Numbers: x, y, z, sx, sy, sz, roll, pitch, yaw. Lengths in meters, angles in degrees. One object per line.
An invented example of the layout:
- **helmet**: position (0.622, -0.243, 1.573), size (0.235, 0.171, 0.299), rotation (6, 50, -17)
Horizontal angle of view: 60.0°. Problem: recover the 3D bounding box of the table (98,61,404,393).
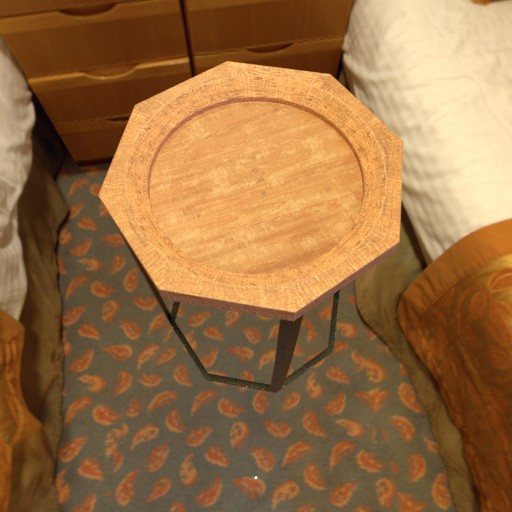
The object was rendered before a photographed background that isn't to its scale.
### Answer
- **table**: position (0.000, 0.000, 0.867), size (0.437, 0.553, 0.437), rotation (30, 67, 14)
